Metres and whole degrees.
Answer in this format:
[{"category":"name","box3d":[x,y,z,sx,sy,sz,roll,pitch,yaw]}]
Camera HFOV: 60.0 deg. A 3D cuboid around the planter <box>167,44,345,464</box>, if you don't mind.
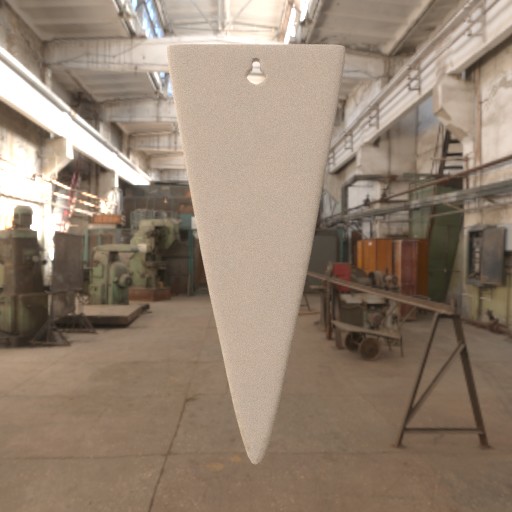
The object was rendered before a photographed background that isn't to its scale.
[{"category":"planter","box3d":[0.000,0.000,0.386,0.143,0.338,0.065,0,1,0]}]
